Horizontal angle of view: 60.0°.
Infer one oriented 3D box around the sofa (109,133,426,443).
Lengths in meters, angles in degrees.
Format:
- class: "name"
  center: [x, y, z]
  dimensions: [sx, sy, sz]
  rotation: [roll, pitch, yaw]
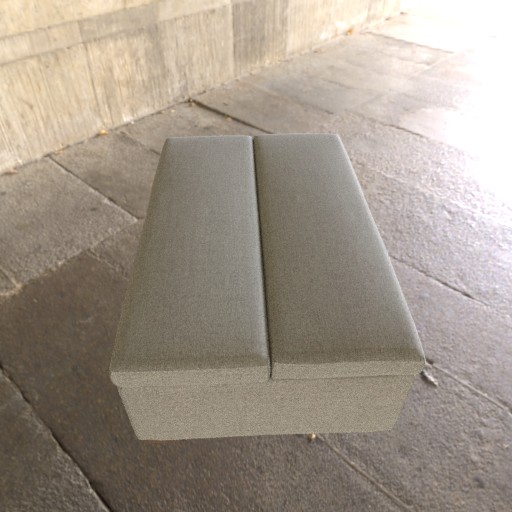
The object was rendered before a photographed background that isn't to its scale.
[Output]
- class: "sofa"
  center: [0.000, 0.000, 1.662]
  dimensions: [0.817, 0.434, 1.250]
  rotation: [-2, 41, -2]
